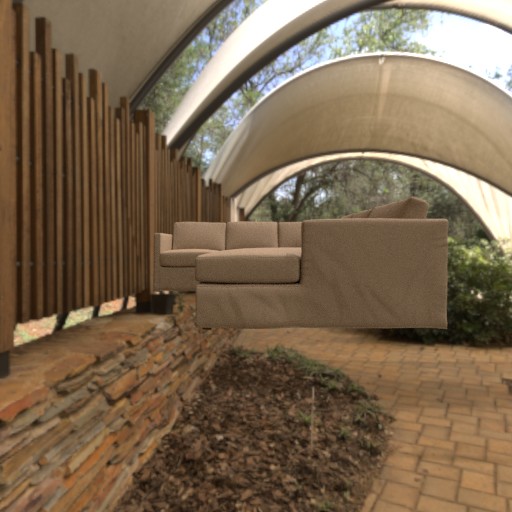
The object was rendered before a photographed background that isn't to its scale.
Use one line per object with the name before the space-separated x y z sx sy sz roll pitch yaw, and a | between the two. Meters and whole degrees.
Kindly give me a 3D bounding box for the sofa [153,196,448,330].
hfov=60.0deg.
sofa | 0.000 0.000 4.476 2.427 0.882 3.460 0 1 0
